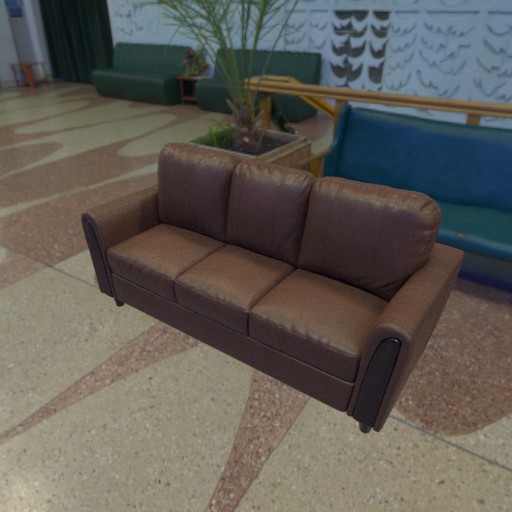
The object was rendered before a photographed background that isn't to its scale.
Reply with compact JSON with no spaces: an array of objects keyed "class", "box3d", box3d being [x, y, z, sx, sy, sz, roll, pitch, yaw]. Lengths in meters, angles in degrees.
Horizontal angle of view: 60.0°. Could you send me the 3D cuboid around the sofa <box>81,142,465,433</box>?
[{"class":"sofa","box3d":[0.000,0.000,2.323,1.862,0.915,0.802,19,34,30]}]
